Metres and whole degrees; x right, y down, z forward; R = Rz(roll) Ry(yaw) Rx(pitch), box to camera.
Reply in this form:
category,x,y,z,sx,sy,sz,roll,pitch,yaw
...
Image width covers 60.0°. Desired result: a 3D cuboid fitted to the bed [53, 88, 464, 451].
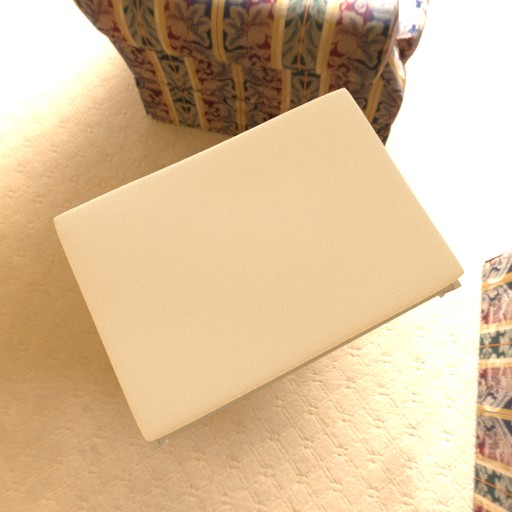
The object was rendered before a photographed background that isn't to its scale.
category,x,y,z,sx,sy,sz,roll,pitch,yaw
bed,0.000,0.000,2.663,1.985,0.510,1.460,-26,77,-7
